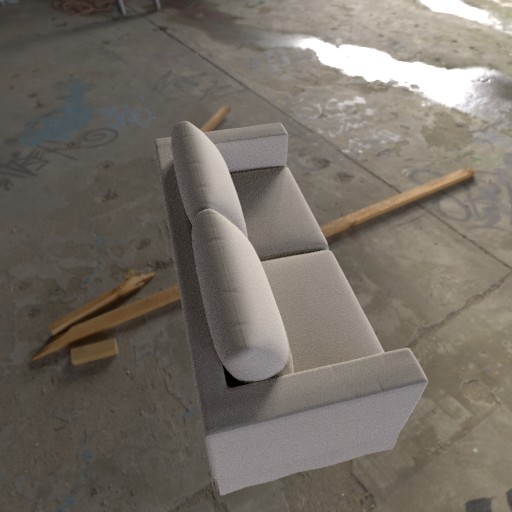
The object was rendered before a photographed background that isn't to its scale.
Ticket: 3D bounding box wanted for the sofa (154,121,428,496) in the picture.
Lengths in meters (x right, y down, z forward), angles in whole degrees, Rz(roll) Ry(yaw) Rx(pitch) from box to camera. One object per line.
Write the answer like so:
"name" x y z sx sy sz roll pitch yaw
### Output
"sofa" 0.000 0.000 2.592 0.954 0.881 2.163 -10 47 -10
